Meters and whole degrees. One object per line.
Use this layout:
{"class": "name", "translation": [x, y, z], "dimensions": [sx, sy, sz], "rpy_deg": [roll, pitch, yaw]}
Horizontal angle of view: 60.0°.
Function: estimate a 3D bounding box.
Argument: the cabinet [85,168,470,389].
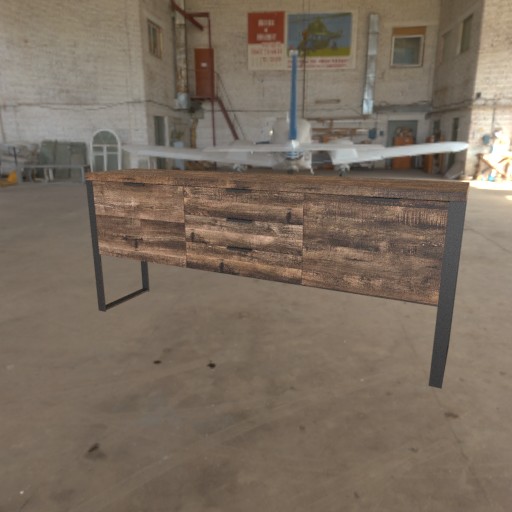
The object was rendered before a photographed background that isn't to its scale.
{"class": "cabinet", "translation": [0.000, 0.000, 2.166], "dimensions": [1.800, 0.762, 0.395], "rpy_deg": [7, 17, 25]}
